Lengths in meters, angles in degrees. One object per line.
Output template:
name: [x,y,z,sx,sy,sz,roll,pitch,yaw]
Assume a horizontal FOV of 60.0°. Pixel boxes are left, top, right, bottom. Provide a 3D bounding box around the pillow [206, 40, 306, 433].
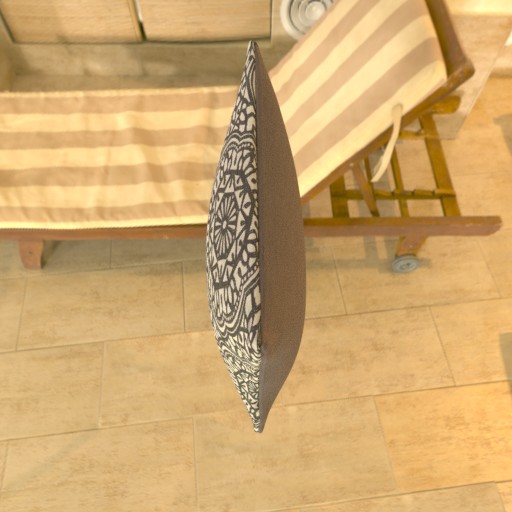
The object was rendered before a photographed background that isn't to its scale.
pillow: [0.000,0.000,0.659,0.148,0.417,0.436,-1,59,0]
